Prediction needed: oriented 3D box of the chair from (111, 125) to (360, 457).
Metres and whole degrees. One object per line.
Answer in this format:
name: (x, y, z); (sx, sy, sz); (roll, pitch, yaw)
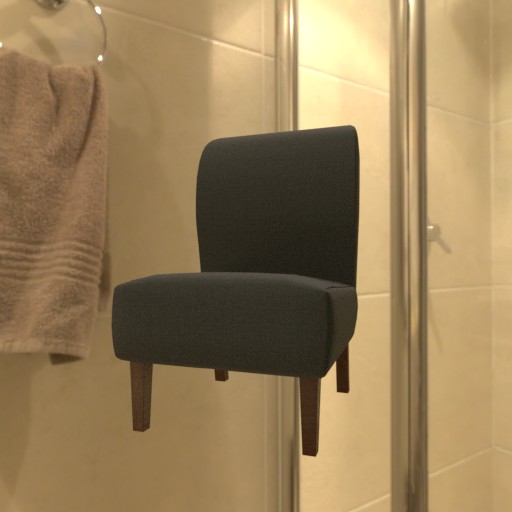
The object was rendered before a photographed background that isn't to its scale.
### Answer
chair: (0.000, 0.000, 1.179); (0.513, 0.804, 0.592); (0, 0, 19)
